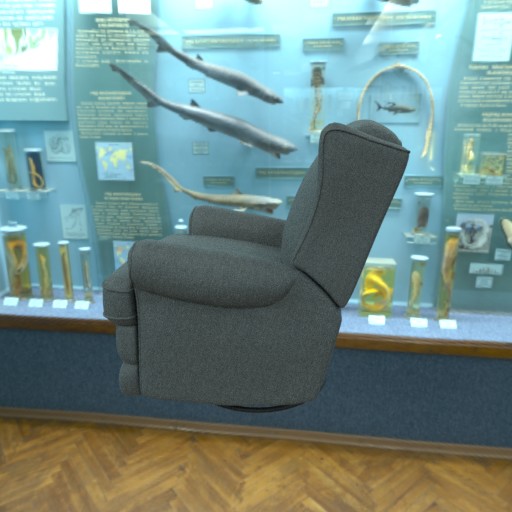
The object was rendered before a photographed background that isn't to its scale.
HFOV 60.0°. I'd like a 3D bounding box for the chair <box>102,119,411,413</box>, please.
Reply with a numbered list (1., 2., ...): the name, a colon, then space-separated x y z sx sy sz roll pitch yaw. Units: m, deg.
1. chair: 0.000 0.000 1.723 0.969 1.011 0.847 2 16 8
